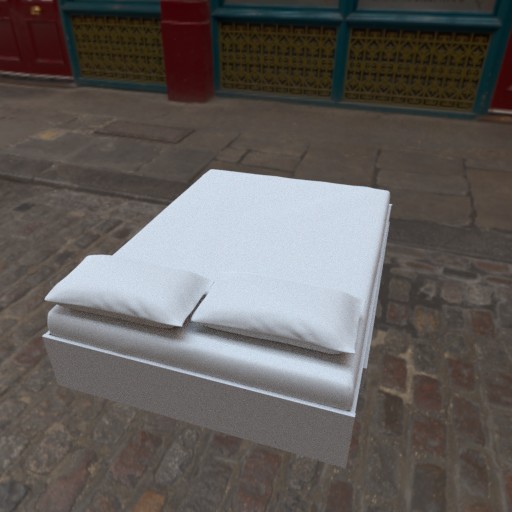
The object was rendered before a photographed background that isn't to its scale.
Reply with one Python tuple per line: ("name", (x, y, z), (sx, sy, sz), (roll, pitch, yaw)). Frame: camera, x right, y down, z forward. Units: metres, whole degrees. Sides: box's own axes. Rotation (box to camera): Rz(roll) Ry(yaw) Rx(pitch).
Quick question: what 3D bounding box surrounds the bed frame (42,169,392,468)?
("bed frame", (0.000, 0.000, 2.628), (1.450, 0.629, 1.950), (10, 33, 15))
